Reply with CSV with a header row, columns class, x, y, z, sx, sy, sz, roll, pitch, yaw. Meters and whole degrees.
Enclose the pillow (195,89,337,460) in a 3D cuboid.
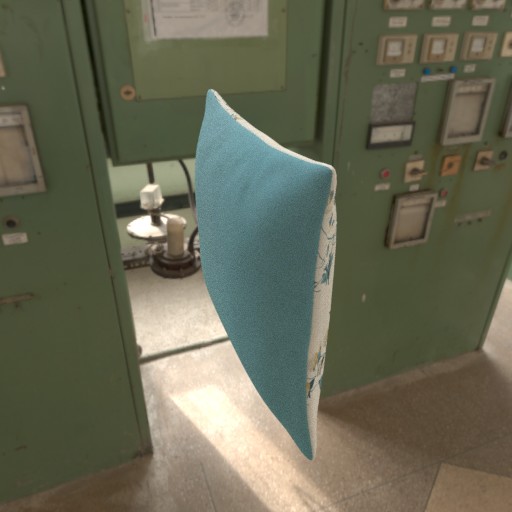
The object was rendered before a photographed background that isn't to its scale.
class,x,y,z,sx,sy,sz,roll,pitch,yaw
pillow,0.000,0.000,0.822,0.166,0.507,0.526,-10,32,-17
